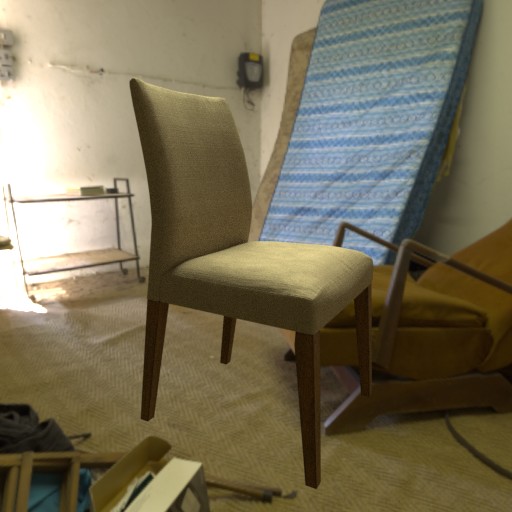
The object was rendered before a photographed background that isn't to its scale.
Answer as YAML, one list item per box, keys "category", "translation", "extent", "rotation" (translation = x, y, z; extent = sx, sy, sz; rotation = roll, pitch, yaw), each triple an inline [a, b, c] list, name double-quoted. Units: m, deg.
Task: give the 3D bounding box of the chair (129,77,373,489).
- category: "chair"
  translation: [0.000, 0.000, 1.267]
  extent: [0.585, 0.940, 0.496]
  rotation: [6, 13, 28]
